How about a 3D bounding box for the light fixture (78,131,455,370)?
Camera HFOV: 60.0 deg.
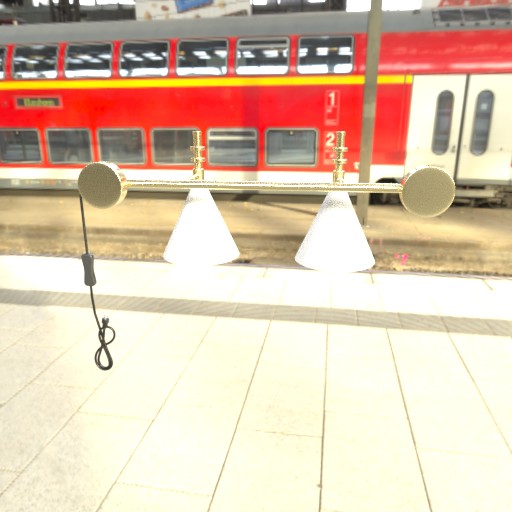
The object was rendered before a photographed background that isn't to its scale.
[{"bbox_3d":[0.000,0.000,0.867,0.642,0.468,0.239,2,17,7],"label":"light fixture"}]
